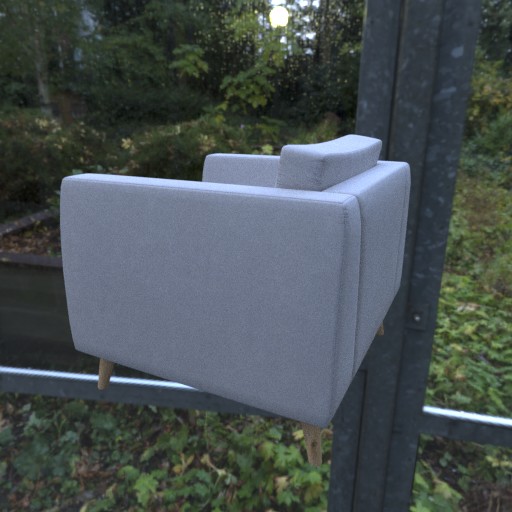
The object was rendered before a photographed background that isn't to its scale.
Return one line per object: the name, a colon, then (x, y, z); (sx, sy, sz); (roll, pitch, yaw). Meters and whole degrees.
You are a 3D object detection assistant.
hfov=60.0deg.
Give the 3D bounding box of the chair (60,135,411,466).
chair: (0.000, 0.000, 1.656); (0.930, 0.860, 1.000); (9, 20, 25)
